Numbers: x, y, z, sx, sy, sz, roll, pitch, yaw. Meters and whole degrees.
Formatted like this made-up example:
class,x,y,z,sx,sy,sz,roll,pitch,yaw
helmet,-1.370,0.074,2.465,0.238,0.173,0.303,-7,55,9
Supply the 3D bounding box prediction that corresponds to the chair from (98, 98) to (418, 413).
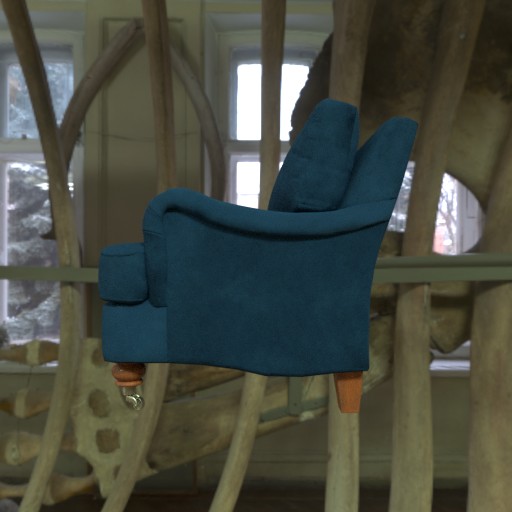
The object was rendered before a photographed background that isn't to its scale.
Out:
class,x,y,z,sx,sy,sz,roll,pitch,yaw
chair,0.000,0.000,1.868,1.078,1.076,0.895,0,0,0
